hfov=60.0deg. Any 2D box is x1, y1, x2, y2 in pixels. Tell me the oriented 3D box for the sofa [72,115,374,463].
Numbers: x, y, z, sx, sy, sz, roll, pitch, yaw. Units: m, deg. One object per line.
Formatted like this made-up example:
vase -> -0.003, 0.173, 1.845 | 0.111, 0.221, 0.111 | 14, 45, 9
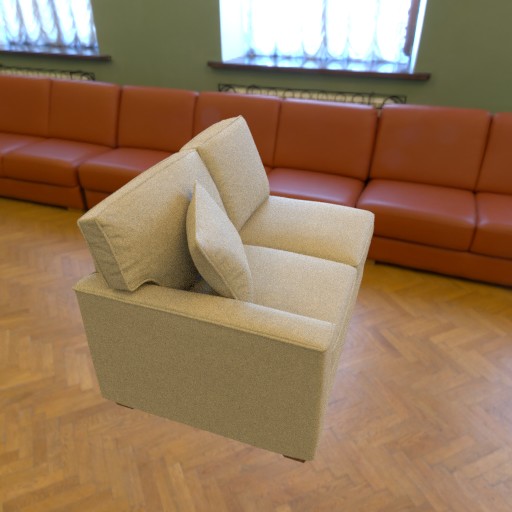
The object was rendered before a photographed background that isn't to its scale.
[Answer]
sofa -> 0.000, 0.000, 2.138 | 0.991, 0.989, 1.388 | 10, 33, 17
